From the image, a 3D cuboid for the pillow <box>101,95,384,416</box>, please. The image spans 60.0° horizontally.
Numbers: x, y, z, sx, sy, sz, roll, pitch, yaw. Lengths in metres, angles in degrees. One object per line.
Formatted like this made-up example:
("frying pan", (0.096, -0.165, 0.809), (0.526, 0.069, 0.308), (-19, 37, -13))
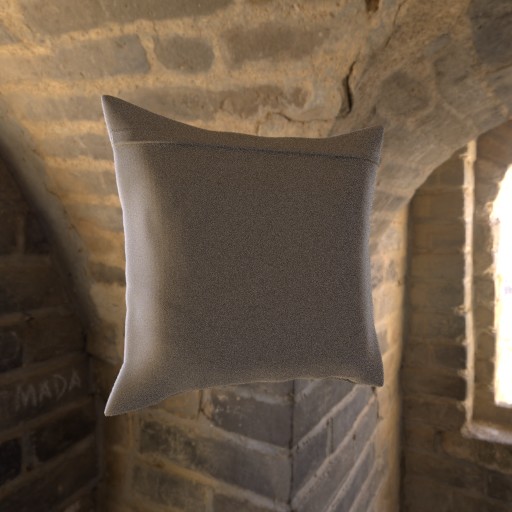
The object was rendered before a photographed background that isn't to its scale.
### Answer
("pillow", (0.000, 0.000, 0.704), (0.463, 0.454, 0.160), (0, 0, -18))
